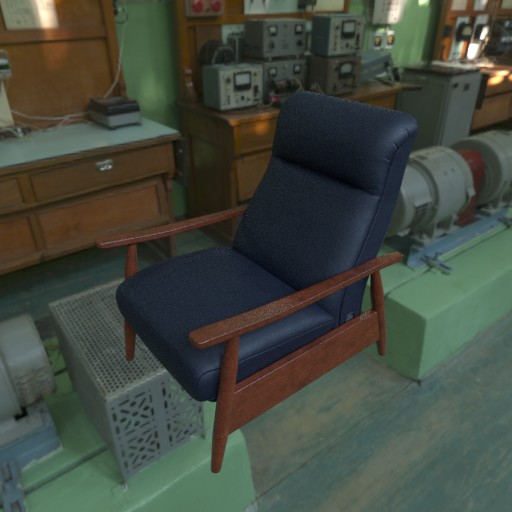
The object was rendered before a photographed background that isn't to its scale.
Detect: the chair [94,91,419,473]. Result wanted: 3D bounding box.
[{"bbox_3d":[0.000,0.000,1.772,1.014,1.082,0.762,-22,38,-32],"label":"chair"}]
